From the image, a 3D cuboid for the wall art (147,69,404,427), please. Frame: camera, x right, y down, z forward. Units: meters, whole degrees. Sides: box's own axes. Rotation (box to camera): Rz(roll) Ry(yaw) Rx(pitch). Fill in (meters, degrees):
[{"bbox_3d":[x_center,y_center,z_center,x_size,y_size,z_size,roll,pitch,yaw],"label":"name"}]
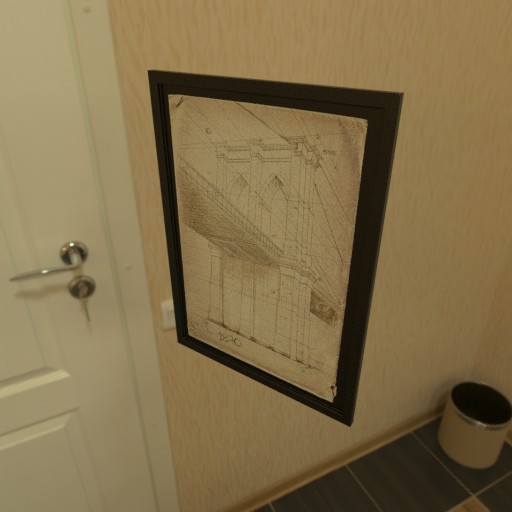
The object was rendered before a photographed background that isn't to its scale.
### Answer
[{"bbox_3d":[0.000,0.000,0.881,0.480,0.657,0.016,18,34,29],"label":"wall art"}]
